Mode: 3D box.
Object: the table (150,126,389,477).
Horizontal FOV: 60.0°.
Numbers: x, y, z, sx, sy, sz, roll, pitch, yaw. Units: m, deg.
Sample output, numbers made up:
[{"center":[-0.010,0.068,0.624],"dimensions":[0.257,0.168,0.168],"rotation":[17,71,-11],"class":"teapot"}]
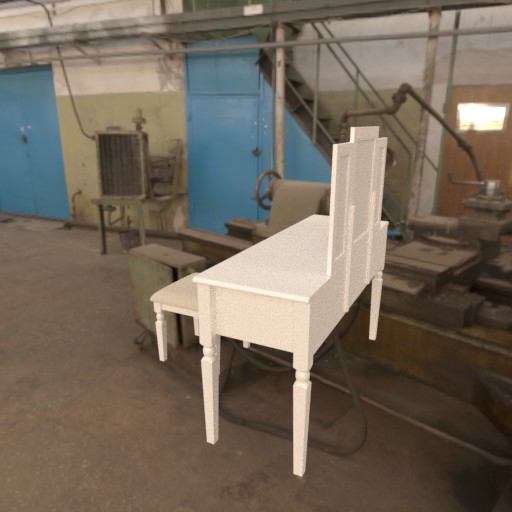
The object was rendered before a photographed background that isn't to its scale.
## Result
[{"center":[0.000,0.000,2.334],"dimensions":[1.115,1.310,1.369],"rotation":[8,19,26],"class":"table"}]
